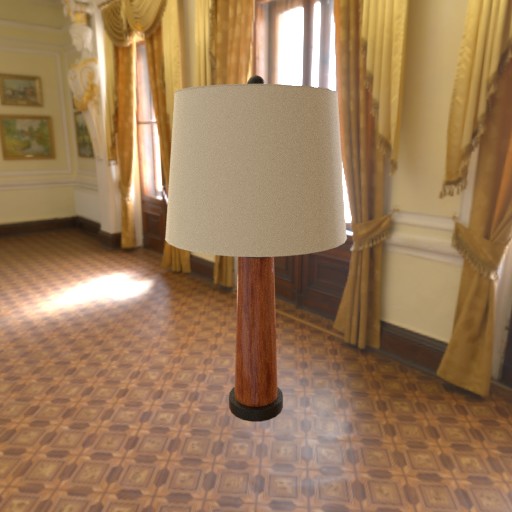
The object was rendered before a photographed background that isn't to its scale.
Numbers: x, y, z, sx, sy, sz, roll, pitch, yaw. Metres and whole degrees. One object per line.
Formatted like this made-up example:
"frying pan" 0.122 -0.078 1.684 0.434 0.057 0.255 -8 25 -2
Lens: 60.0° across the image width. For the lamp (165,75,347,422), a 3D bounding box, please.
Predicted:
"lamp" 0.000 0.000 0.876 0.349 0.667 0.349 0 14 0
